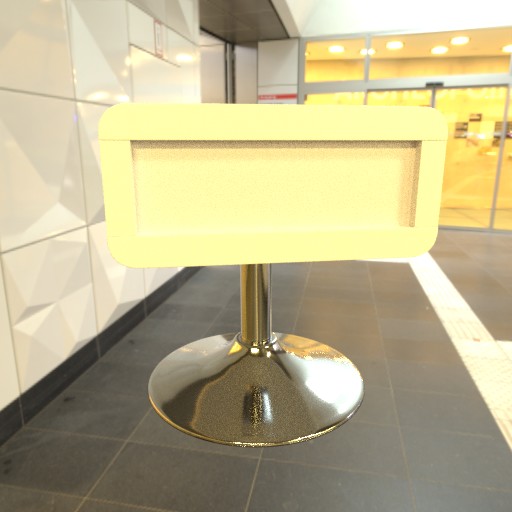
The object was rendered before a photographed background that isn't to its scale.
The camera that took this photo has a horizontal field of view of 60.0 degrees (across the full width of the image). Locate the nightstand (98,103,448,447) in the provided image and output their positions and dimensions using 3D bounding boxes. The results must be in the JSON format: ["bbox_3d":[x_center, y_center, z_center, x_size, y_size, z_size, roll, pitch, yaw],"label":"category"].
[{"bbox_3d":[0.000,0.000,0.737,0.399,0.447,0.404,-2,14,-8],"label":"nightstand"}]
